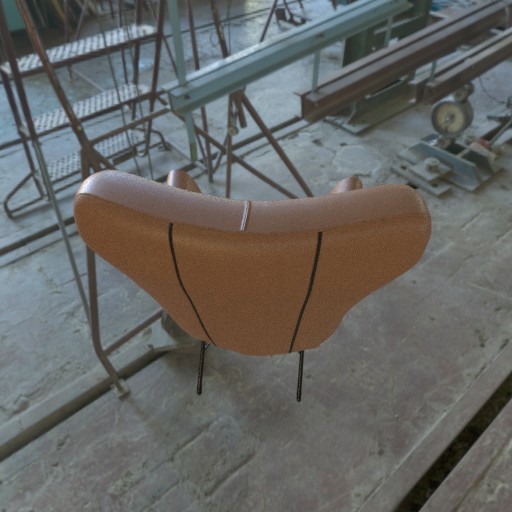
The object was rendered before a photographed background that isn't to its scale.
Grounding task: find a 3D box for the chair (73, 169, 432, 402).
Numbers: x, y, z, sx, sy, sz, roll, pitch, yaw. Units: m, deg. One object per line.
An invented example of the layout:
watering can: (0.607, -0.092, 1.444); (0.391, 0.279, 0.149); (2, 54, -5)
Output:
chair: (0.000, 0.000, 1.739); (0.980, 1.050, 0.900); (3, 45, 3)
